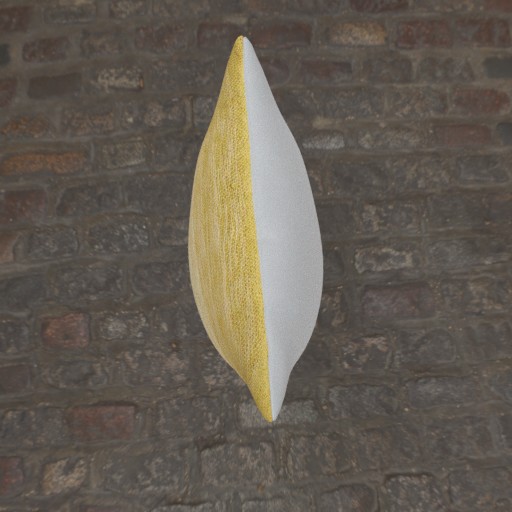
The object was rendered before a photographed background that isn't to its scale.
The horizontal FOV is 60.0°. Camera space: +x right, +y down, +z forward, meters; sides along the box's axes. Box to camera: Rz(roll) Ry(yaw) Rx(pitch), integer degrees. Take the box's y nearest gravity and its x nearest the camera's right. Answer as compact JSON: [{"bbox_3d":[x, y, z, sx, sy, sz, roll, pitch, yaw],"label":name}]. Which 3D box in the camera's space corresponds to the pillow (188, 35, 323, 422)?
[{"bbox_3d":[0.000,0.000,0.703,0.211,0.450,0.450,-4,76,-1],"label":"pillow"}]
